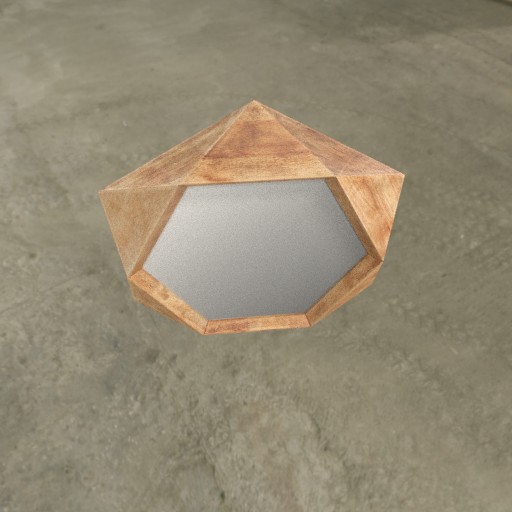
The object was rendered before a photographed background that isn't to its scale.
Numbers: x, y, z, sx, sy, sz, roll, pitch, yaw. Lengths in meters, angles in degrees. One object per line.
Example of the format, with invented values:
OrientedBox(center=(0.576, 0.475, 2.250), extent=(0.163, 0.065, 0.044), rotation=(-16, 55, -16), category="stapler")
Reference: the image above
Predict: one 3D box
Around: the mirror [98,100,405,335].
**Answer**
OrientedBox(center=(0.000, 0.000, 1.089), extent=(0.675, 0.779, 0.091), rotation=(-4, 48, -3), category="mirror")
